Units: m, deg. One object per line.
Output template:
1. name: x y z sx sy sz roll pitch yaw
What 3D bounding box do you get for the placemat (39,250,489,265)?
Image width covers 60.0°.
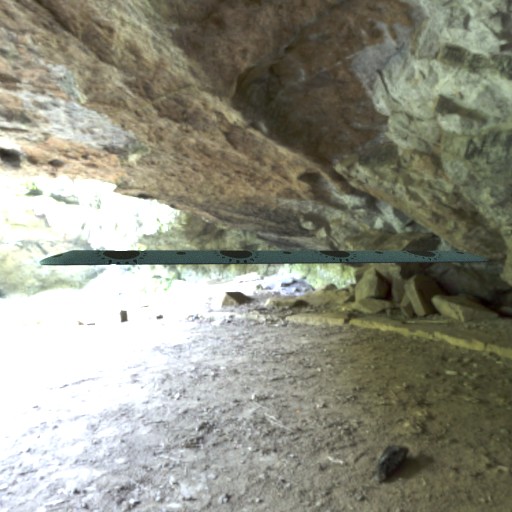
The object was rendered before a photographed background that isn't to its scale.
1. placemat: 0.000 0.000 0.931 0.762 0.021 0.508 0 0 -17
